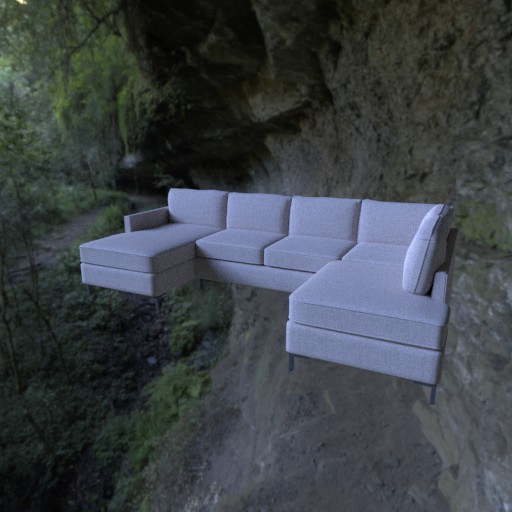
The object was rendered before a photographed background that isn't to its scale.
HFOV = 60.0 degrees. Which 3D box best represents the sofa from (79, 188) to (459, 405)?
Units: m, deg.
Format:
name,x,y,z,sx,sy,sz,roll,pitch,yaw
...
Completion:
name,x,y,z,sx,sy,sz,roll,pitch,yaw
sofa,0.000,0.000,4.140,3.423,0.996,2.021,7,17,25
